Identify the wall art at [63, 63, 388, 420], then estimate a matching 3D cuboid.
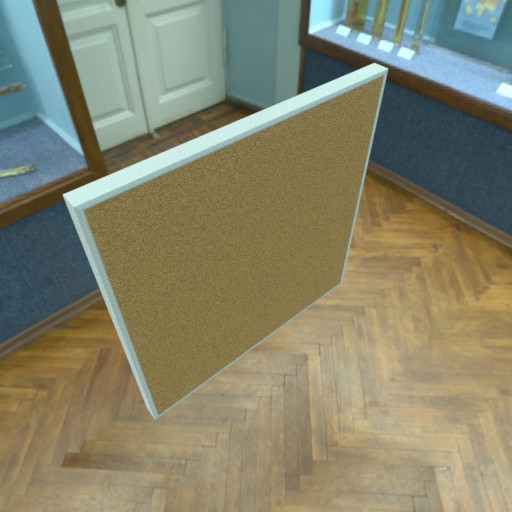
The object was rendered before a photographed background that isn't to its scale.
[{"bbox_3d":[0.000,0.000,1.137,0.768,0.765,0.041,-31,54,-27],"label":"wall art"}]
